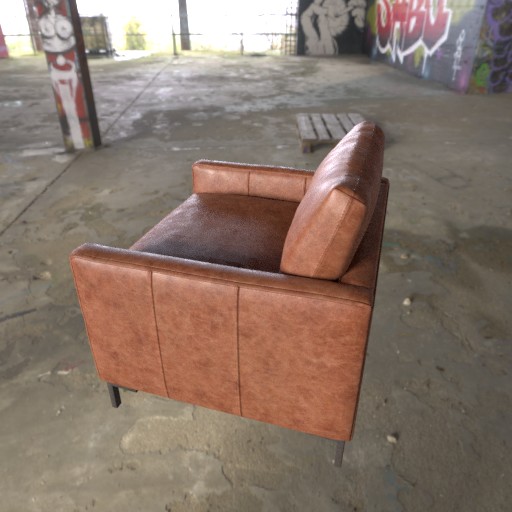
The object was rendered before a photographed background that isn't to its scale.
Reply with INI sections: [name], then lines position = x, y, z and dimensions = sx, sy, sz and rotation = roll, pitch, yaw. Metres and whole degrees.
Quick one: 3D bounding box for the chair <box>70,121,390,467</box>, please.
[chair]
position = 0.000, 0.000, 1.621
dimensions = 0.862, 0.869, 0.967
rotation = 9, 31, 15
